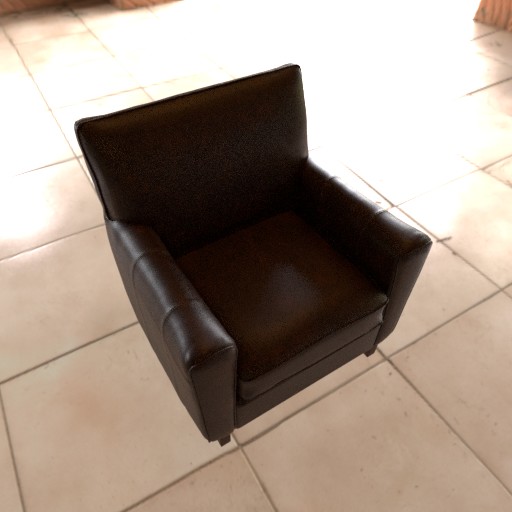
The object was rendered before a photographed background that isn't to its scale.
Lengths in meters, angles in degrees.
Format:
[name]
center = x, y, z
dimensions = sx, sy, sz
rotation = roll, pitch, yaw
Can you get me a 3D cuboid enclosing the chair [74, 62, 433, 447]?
[chair]
center = 0.000, 0.000, 1.582
dimensions = 0.870, 0.943, 0.823
rotation = -24, 51, -21
